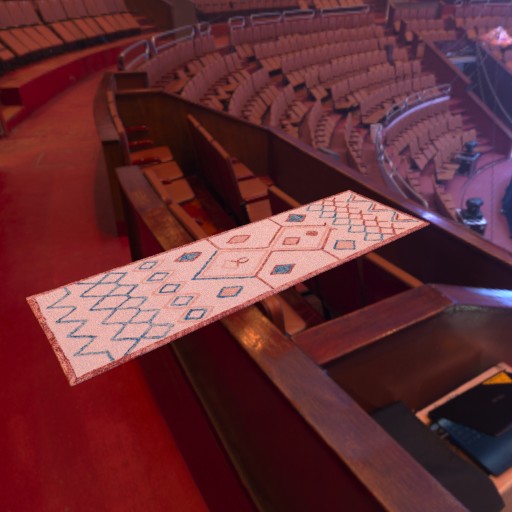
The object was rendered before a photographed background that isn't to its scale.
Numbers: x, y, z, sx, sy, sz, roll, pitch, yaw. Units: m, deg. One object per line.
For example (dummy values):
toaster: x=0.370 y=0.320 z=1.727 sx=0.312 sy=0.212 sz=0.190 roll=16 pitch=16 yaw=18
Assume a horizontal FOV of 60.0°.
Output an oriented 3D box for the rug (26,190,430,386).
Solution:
rug: x=0.000 y=0.000 z=2.676 sx=2.435 sy=0.011 sz=0.750 roll=-21 pitch=37 yaw=-31
